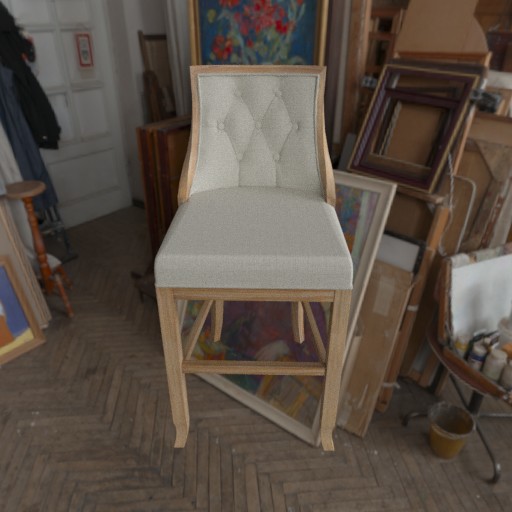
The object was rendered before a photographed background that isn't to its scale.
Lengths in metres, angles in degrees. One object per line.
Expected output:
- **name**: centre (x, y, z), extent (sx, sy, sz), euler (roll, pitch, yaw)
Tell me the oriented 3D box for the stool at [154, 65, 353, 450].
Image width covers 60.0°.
- **stool**: centre (0.000, 0.000, 1.454), extent (0.524, 1.101, 0.626), euler (1, 29, 1)
